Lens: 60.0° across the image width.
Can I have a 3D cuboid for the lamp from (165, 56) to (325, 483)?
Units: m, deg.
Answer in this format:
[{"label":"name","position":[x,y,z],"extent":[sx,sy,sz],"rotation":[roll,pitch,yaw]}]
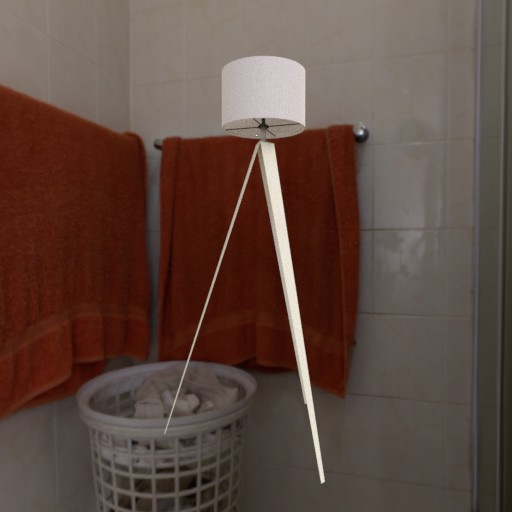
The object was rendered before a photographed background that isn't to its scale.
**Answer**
[{"label":"lamp","position":[0.000,0.000,1.937],"extent":[0.724,1.524,0.716],"rotation":[1,2,18]}]
